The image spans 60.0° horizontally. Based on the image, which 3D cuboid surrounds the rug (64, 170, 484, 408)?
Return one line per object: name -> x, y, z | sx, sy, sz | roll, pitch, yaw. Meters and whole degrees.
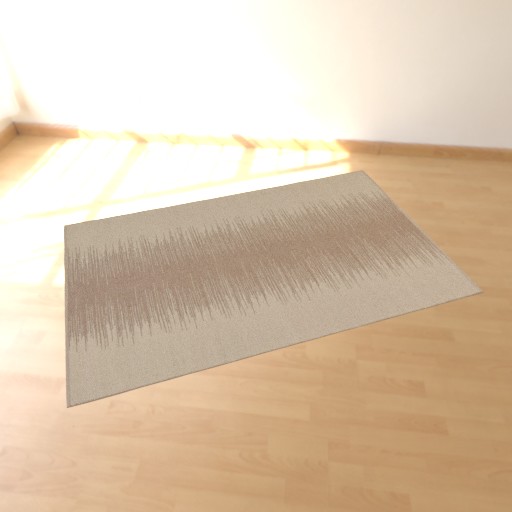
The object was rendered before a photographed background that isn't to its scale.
rug -> 0.000, 0.000, 2.967 | 2.440, 0.012, 1.522 | -13, 43, -14
